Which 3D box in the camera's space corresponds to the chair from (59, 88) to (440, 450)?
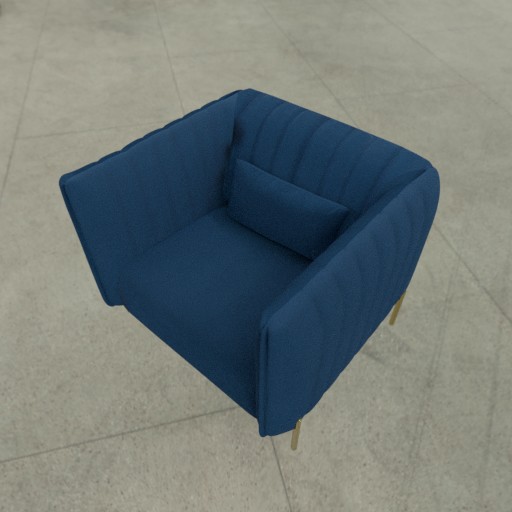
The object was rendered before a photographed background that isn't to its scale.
[{"bbox_3d":[0.000,0.000,1.625,0.947,0.793,0.877,32,54,27],"label":"chair"}]
